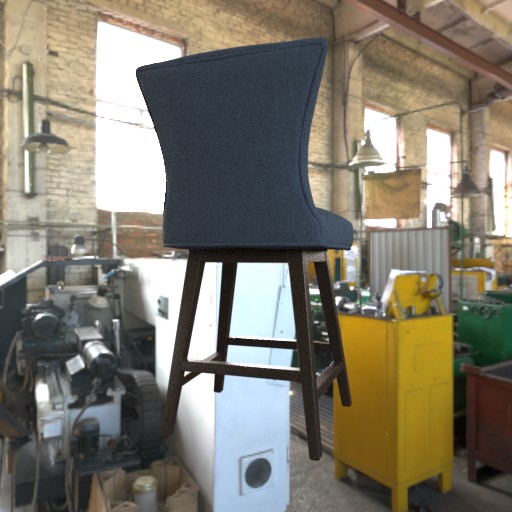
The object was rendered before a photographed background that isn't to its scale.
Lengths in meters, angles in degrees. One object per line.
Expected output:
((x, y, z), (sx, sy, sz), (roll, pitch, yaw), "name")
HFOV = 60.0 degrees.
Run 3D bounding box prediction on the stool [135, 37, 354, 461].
((0.000, 0.000, 1.308), (0.514, 1.000, 0.574), (0, 0, 19), "stool")
